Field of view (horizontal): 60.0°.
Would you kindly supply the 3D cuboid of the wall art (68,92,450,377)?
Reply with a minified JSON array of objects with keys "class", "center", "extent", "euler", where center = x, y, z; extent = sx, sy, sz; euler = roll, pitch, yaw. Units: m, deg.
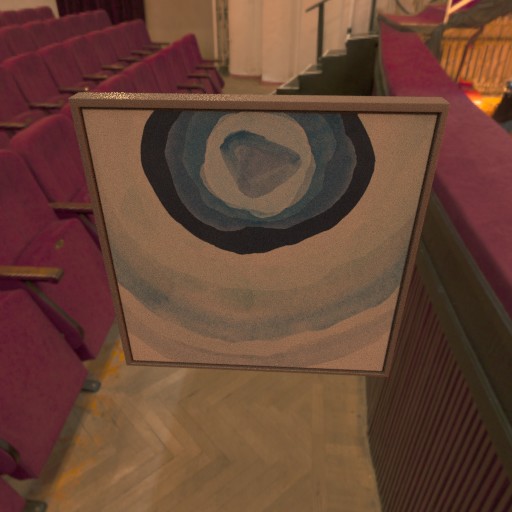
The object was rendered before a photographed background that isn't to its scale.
[{"class":"wall art","center":[0.000,0.000,0.506],"extent":[0.349,0.349,0.028],"euler":[2,32,3]}]
